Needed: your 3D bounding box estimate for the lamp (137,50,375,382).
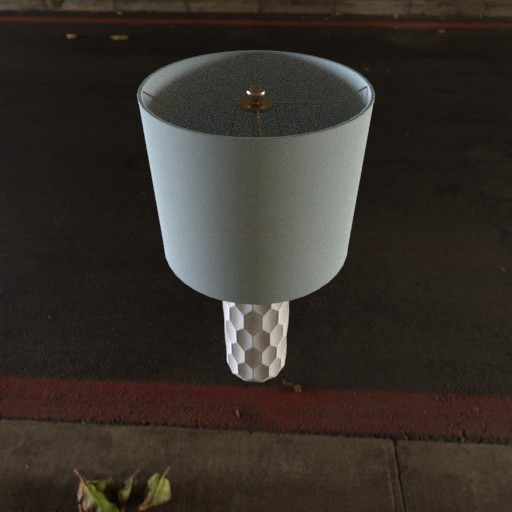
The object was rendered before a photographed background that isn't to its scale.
[{"bbox_3d":[0.000,0.000,0.701,0.277,0.534,0.277,25,47,26],"label":"lamp"}]
